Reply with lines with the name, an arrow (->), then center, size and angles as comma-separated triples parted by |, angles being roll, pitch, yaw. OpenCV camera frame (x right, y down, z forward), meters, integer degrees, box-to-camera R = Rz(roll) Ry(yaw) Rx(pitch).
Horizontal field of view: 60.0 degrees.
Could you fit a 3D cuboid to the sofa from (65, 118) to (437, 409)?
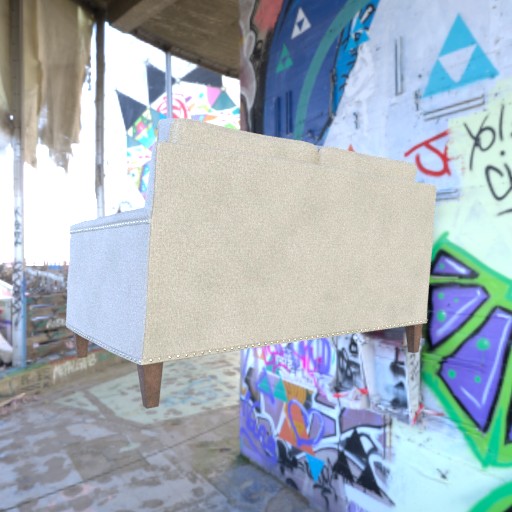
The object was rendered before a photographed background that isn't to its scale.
sofa -> 0.000, 0.000, 2.231 | 1.597, 1.003, 1.084 | 0, 0, -35
